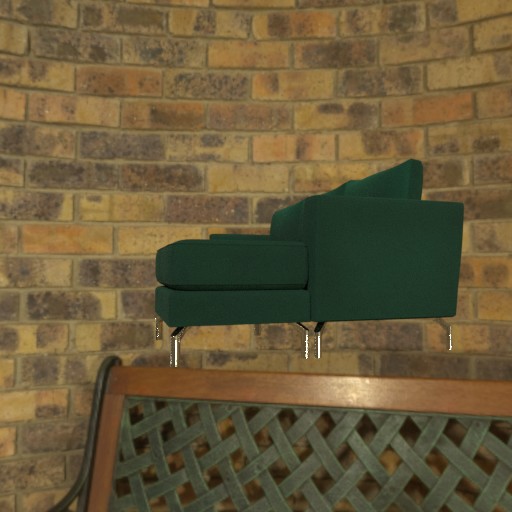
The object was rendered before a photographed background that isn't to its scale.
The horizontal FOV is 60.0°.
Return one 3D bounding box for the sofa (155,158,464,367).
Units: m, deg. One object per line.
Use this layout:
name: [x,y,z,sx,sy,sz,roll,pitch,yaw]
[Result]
sofa: [0.000,0.000,3.190,1.489,1.007,2.441,1,-2,-17]
